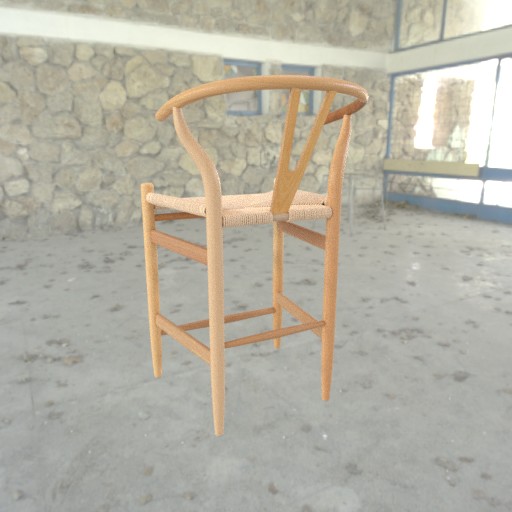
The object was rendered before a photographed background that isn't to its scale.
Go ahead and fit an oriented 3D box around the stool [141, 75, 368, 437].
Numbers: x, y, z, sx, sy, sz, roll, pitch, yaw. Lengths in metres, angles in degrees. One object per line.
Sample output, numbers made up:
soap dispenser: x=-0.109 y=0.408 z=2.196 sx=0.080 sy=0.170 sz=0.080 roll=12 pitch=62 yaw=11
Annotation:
stool: x=0.000 y=0.000 z=1.306 sx=0.536 sy=0.923 sz=0.575 roll=-7 pitch=16 yaw=-27
